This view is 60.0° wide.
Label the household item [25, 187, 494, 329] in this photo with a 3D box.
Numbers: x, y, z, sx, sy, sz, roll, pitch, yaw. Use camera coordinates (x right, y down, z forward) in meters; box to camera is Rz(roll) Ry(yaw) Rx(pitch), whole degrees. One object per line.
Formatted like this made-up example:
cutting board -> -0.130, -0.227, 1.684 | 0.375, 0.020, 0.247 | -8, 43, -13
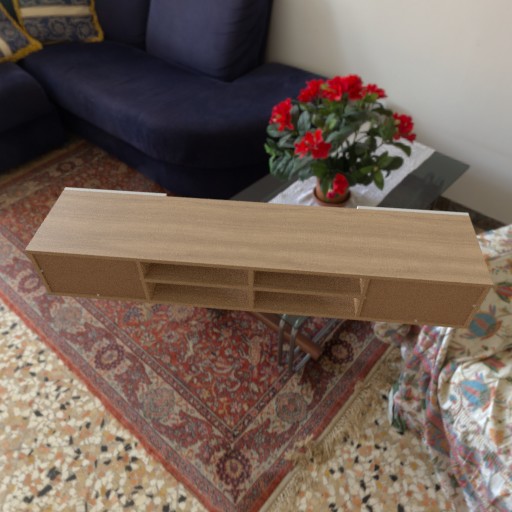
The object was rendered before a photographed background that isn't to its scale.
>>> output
household item -> 0.000, 0.000, 1.997 | 1.850, 0.310, 0.420 | 4, 46, 4
